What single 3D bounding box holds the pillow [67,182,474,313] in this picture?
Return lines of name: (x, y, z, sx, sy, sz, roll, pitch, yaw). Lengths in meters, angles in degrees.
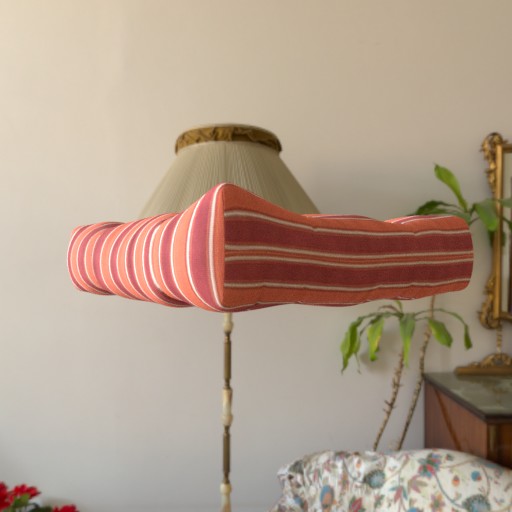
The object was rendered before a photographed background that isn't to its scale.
pillow: (0.000, 0.000, 0.707, 0.468, 0.133, 0.490, 0, -1, -37)
